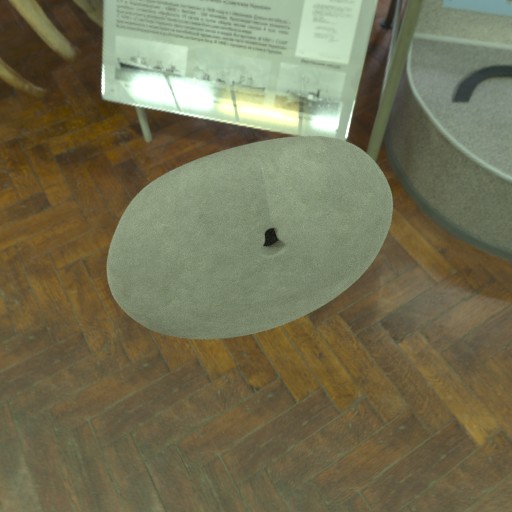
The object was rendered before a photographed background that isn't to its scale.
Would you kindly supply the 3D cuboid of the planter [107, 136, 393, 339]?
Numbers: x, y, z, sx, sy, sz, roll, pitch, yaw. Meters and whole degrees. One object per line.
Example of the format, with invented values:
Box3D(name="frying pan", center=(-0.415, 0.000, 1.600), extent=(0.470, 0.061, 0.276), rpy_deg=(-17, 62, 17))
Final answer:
Box3D(name="planter", center=(0.000, 0.000, 0.288), extent=(0.185, 0.188, 0.071), rpy_deg=(-15, 59, -9))
